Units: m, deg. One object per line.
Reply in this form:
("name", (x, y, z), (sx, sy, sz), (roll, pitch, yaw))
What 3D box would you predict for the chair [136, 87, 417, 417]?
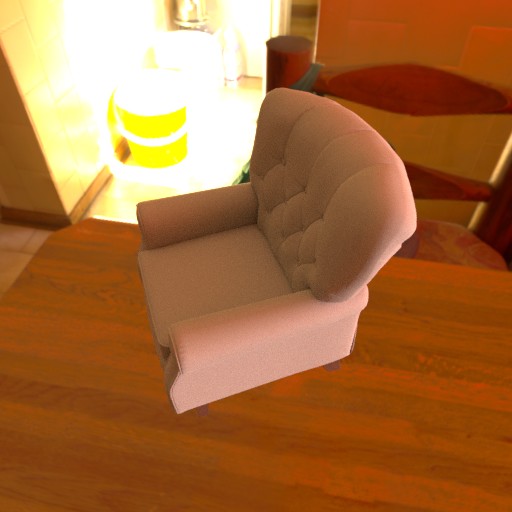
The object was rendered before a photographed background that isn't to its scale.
("chair", (0.000, 0.000, 2.131), (1.128, 1.217, 1.090), (-14, 48, -14))
